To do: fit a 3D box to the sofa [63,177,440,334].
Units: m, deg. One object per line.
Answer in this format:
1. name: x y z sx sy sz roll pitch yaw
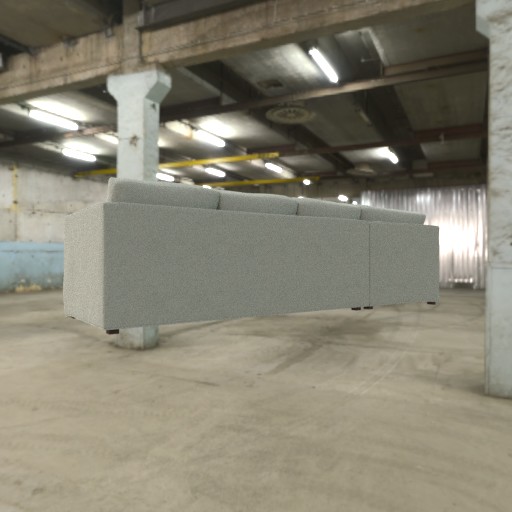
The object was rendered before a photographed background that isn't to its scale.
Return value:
1. sofa: 0.000 0.000 3.975 3.205 0.922 1.650 0 -1 -35
